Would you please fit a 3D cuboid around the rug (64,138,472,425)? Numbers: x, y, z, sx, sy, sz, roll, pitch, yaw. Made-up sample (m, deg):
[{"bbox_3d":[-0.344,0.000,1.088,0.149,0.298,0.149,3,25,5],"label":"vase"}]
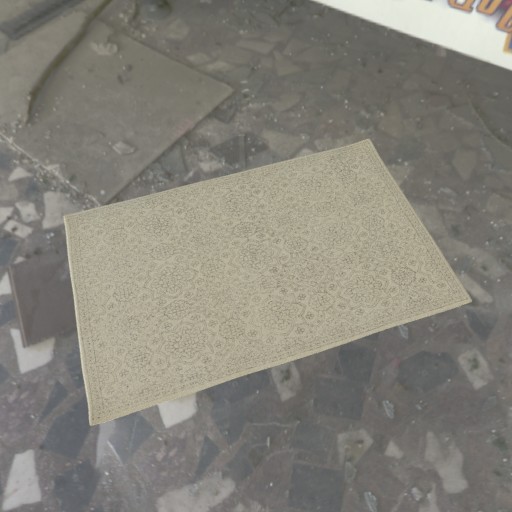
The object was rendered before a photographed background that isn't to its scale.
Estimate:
[{"bbox_3d":[0.000,0.000,2.410,1.947,0.023,1.214,-16,60,-9],"label":"rug"}]
